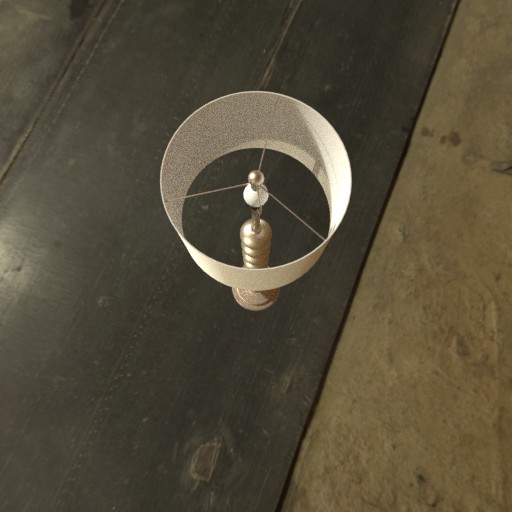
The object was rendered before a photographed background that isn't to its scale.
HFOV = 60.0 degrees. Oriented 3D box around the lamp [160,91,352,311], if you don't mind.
[{"bbox_3d":[0.000,0.000,1.617,0.394,1.474,0.394,-15,78,-3],"label":"lamp"}]
